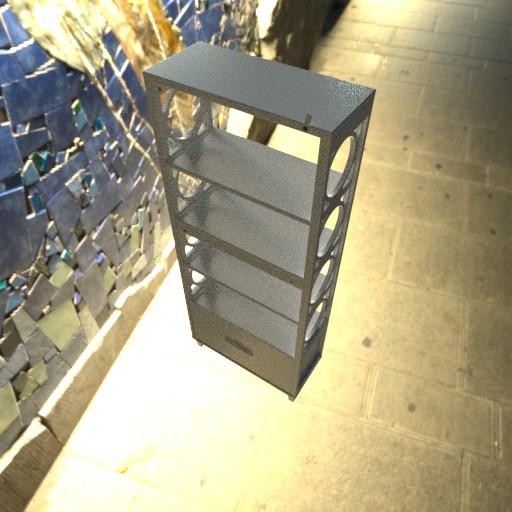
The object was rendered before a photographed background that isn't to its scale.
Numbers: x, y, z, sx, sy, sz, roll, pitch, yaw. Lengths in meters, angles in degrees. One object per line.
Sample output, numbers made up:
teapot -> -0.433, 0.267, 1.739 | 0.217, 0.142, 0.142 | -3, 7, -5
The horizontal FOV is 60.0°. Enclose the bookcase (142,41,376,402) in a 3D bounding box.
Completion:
bookcase -> 0.000, 0.000, 2.194 | 0.761, 1.869, 0.361 | 25, 51, 22
